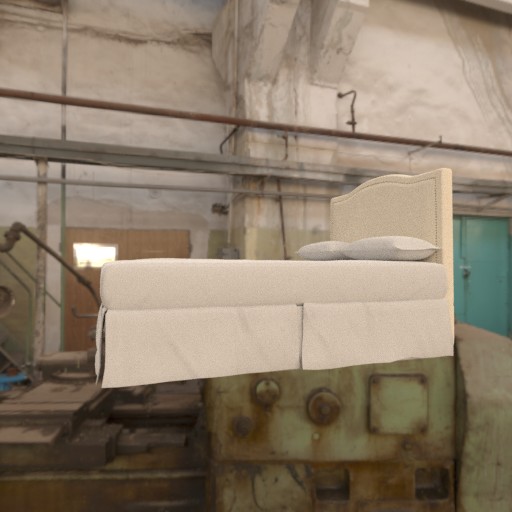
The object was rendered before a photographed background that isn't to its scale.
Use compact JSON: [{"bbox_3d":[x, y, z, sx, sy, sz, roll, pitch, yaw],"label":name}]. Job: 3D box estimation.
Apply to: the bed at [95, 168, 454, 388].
[{"bbox_3d":[0.000,0.000,3.636,2.477,1.437,1.977,0,-1,-19],"label":"bed"}]
